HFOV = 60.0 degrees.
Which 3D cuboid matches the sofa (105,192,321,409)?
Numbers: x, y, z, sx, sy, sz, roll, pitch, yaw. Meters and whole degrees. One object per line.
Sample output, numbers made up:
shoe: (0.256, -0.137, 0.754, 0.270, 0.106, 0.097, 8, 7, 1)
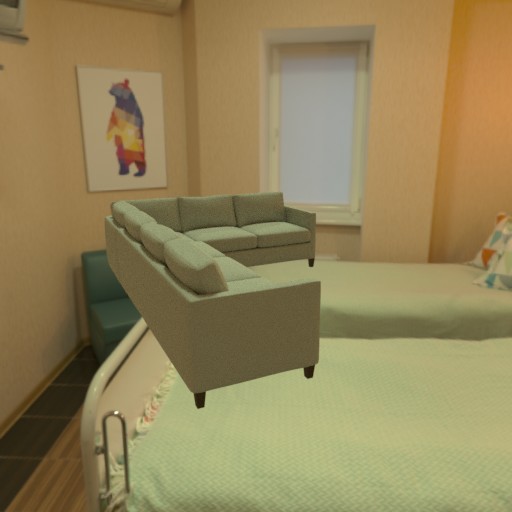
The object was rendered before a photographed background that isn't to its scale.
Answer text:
sofa: (0.000, 0.000, 4.528, 2.522, 0.934, 3.333, -7, 16, -26)
